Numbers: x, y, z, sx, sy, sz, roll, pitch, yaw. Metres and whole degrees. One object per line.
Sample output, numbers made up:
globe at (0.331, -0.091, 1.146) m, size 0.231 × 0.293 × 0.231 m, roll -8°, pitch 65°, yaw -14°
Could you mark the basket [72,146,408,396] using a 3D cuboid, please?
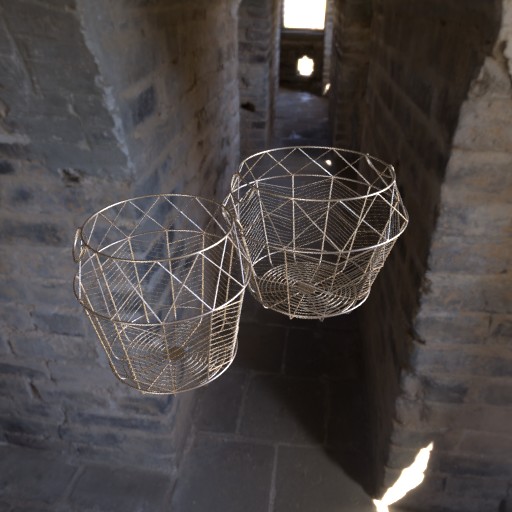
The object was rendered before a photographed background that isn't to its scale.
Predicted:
basket at (0.000, 0.000, 1.029) m, size 0.805 × 0.343 × 0.451 m, roll -22°, pitch 37°, yaw -33°
